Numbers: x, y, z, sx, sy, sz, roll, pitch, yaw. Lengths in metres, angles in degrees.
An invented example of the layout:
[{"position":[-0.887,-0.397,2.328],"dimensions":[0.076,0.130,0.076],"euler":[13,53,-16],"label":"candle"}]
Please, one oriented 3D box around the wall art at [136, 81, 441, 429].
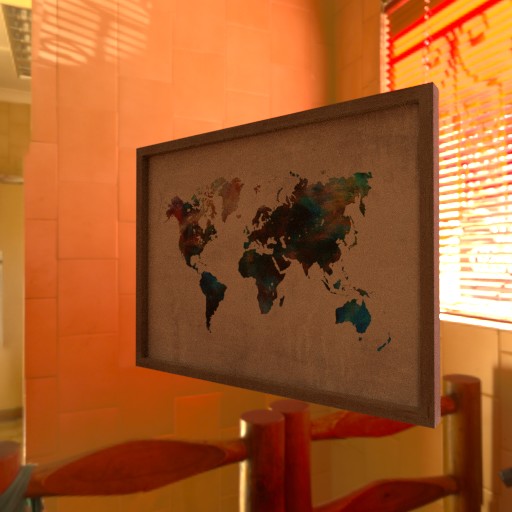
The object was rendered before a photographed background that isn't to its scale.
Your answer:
[{"position":[0.000,0.000,1.700],"dimensions":[1.320,1.009,0.070],"euler":[0,-1,36],"label":"wall art"}]
